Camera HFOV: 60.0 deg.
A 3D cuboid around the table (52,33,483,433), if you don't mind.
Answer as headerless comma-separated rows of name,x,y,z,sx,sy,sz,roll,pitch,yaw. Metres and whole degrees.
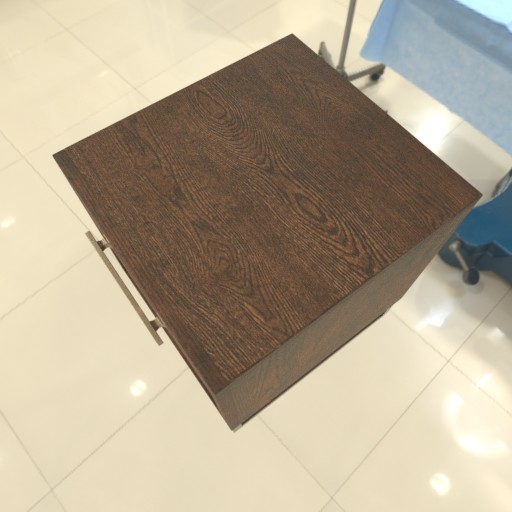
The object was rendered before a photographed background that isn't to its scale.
table,0.000,0.000,1.010,0.566,0.582,0.506,-34,68,-16
